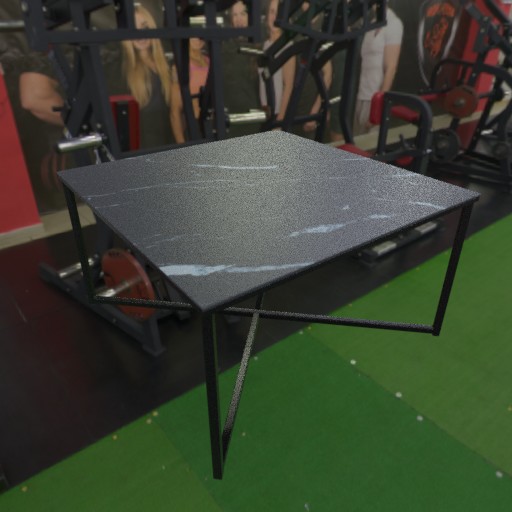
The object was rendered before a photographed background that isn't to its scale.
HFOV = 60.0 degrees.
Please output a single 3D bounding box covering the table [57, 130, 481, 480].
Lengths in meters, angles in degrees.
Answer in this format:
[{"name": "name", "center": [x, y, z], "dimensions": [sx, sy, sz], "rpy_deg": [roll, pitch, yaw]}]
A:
[{"name": "table", "center": [0.000, 0.000, 1.283], "dimensions": [0.800, 0.450, 0.800], "rpy_deg": [-20, 35, -31]}]
